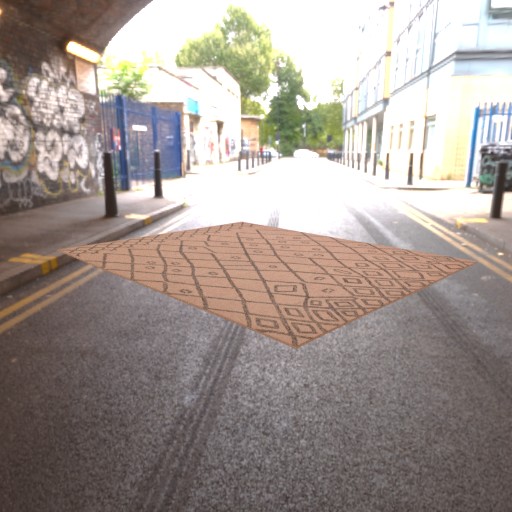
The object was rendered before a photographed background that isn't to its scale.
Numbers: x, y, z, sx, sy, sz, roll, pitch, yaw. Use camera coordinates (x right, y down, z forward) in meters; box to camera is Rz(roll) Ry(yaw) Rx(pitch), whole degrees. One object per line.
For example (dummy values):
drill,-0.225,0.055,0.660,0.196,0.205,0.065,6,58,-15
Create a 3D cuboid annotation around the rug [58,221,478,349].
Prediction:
rug,0.000,0.000,4.083,2.446,0.015,3.046,-13,19,-43
